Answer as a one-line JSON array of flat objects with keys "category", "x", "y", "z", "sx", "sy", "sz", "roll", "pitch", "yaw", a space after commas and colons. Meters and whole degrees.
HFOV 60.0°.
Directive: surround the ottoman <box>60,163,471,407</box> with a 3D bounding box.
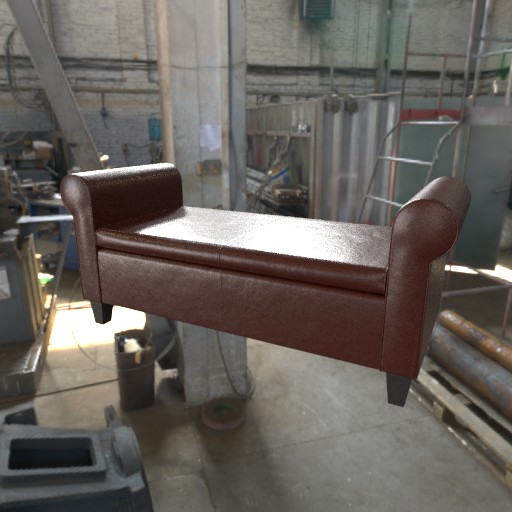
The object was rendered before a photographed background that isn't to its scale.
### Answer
[{"category": "ottoman", "x": 0.000, "y": 0.000, "z": 1.510, "sx": 1.256, "sy": 0.547, "sz": 0.521, "roll": 8, "pitch": 18, "yaw": 26}]
